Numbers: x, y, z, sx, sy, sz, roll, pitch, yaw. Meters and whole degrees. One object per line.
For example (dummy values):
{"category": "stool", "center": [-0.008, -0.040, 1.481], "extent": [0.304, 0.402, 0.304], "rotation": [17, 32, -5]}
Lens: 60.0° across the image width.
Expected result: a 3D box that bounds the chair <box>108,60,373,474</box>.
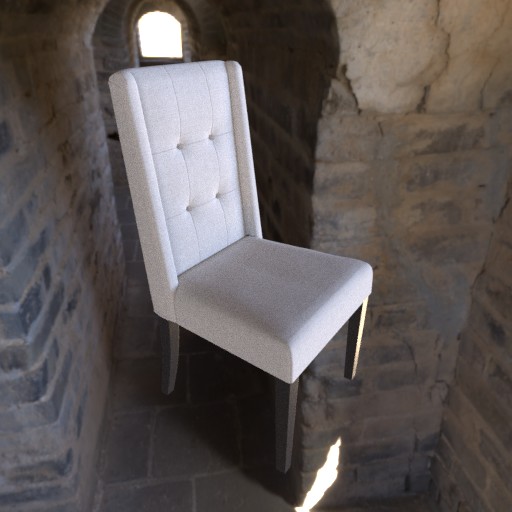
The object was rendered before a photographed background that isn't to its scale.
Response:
{"category": "chair", "center": [0.000, 0.000, 1.230], "extent": [0.523, 0.961, 0.474], "rotation": [18, 33, 30]}
